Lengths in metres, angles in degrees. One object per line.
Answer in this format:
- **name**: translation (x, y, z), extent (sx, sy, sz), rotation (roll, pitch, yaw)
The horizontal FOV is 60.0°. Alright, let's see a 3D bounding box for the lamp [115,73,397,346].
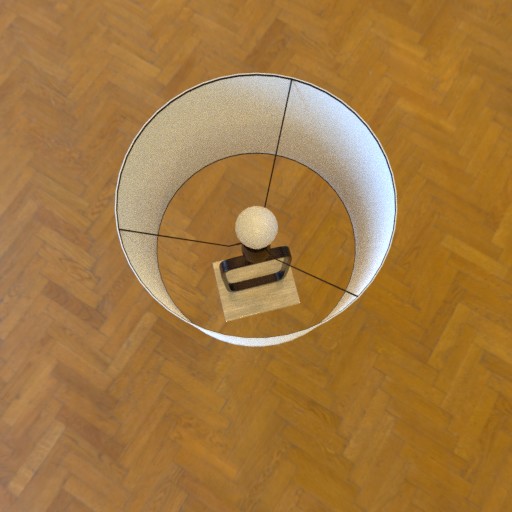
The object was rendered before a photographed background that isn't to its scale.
- **lamp**: translation (0.000, 0.000, 0.685), extent (0.279, 0.508, 0.279), rotation (-13, 77, -3)
